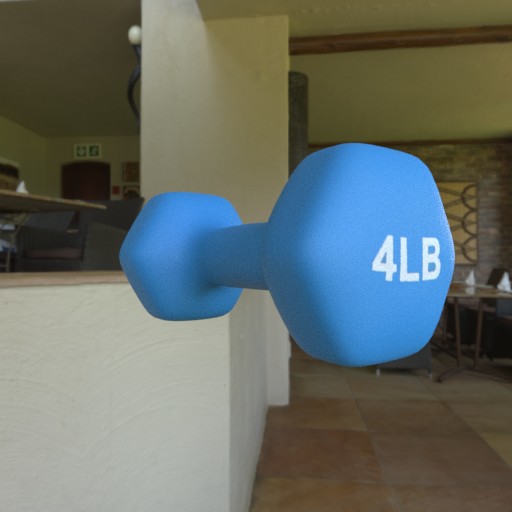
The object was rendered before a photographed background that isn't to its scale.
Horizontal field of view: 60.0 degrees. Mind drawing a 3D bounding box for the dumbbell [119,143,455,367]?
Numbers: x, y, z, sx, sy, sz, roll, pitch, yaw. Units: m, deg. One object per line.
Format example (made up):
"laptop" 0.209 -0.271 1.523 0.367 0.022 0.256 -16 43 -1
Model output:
"dumbbell" 0.000 0.000 0.188 0.074 0.066 0.152 0 0 -36
